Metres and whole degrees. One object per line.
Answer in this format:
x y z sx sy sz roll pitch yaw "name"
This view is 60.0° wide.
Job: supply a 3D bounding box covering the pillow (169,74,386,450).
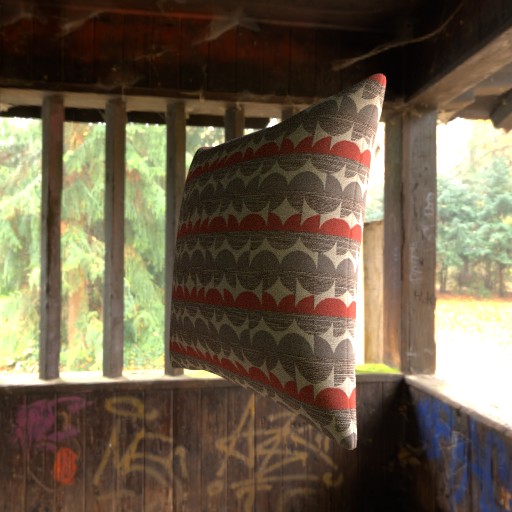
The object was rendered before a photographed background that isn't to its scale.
0.000 0.000 0.648 0.180 0.410 0.420 1 -1 -37 "pillow"
